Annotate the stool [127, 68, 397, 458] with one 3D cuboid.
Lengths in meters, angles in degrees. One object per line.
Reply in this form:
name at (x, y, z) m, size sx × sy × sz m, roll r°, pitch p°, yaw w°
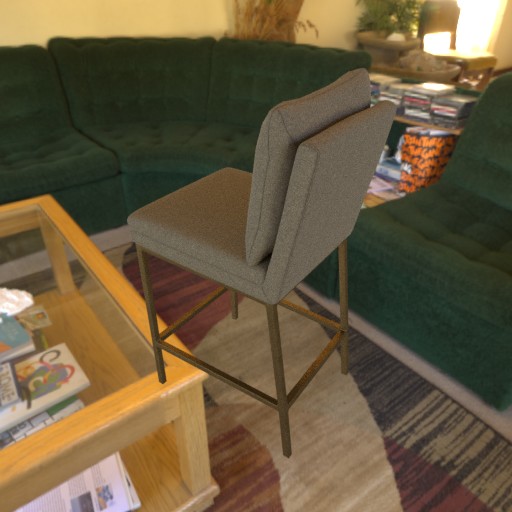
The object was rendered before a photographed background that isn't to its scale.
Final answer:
stool at (0.000, 0.000, 1.328) m, size 0.569 × 1.030 × 0.463 m, roll 21°, pitch 38°, yaw 29°
